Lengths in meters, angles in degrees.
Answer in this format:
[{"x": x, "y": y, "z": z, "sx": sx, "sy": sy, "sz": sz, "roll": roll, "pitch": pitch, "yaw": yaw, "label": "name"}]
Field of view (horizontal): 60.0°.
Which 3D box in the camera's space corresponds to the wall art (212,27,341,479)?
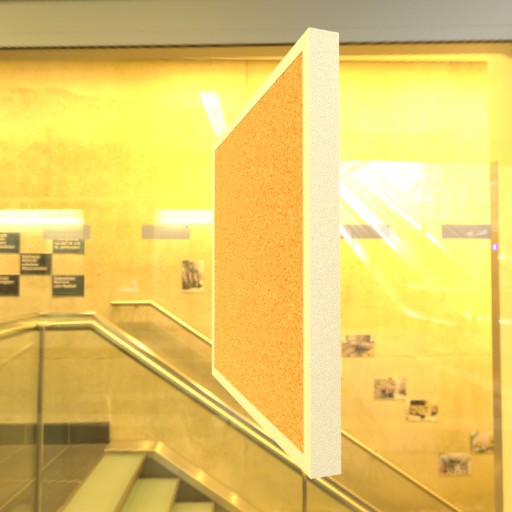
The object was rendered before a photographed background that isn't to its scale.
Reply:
[{"x": 0.000, "y": 0.000, "z": 0.742, "sx": 0.038, "sy": 0.505, "sz": 0.506, "roll": 1, "pitch": -2, "yaw": -18, "label": "wall art"}]
